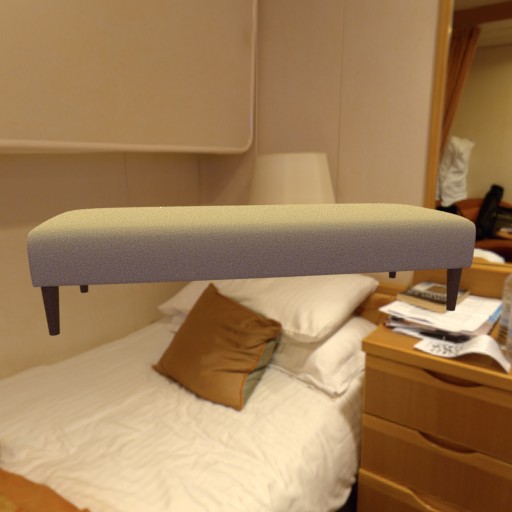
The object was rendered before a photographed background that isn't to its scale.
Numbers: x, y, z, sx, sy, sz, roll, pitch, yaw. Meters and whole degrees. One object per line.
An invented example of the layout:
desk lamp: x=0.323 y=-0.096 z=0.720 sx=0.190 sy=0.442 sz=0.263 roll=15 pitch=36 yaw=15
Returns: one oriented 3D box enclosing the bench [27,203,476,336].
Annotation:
bench: x=0.000 y=0.000 z=1.873 sx=1.609 sy=0.393 sz=0.646 roll=-2 pitch=12 yaw=-9
